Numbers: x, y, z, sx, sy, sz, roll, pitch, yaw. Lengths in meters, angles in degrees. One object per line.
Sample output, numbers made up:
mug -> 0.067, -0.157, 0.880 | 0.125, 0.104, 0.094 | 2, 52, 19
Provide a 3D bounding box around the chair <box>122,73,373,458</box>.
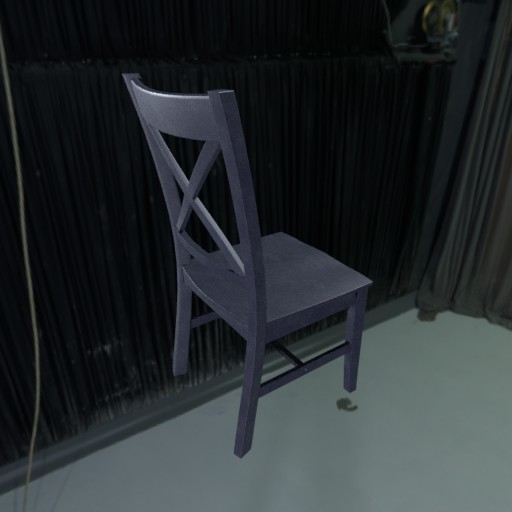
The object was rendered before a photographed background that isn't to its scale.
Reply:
chair -> 0.000, 0.000, 1.299 | 0.542, 0.983, 0.485 | -17, 31, -31
